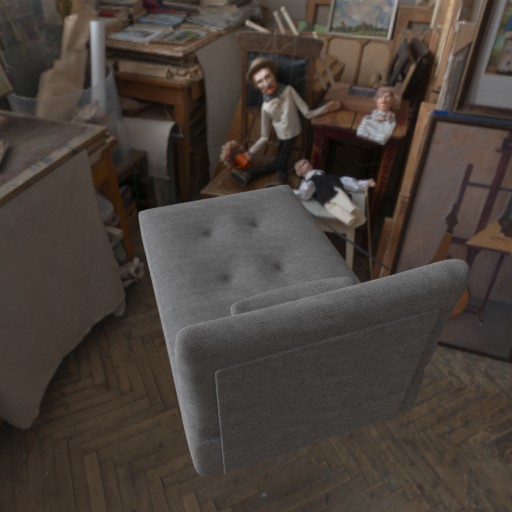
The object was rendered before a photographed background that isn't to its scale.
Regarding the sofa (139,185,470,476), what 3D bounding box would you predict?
[{"bbox_3d":[0.000,0.000,1.977,0.930,0.820,1.450,-12,42,-14],"label":"sofa"}]
